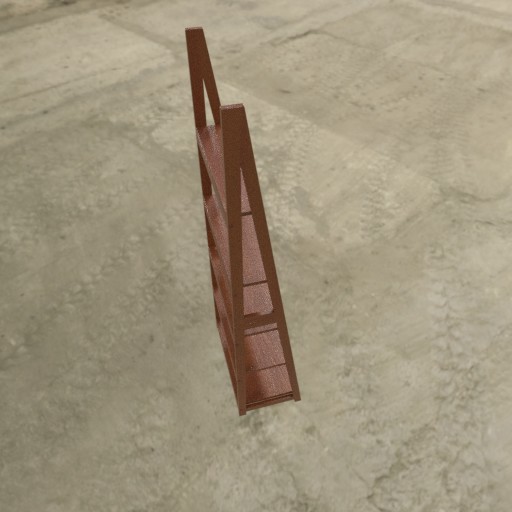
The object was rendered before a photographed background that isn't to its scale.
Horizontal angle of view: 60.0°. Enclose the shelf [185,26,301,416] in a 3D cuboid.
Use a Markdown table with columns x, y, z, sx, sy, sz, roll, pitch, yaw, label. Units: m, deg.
| x | y | z | sx | sy | sz | roll | pitch | yaw | label |
| --- | --- | --- | --- | --- | --- | --- | --- | --- | --- |
| 0.000 | 0.000 | 2.023 | 0.356 | 1.780 | 0.630 | -11 | 46 | -11 | shelf |
